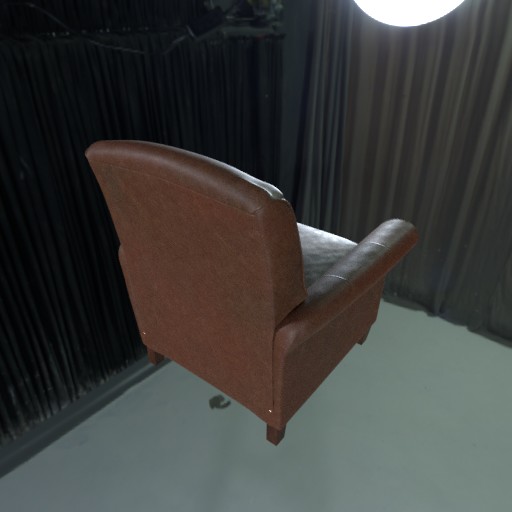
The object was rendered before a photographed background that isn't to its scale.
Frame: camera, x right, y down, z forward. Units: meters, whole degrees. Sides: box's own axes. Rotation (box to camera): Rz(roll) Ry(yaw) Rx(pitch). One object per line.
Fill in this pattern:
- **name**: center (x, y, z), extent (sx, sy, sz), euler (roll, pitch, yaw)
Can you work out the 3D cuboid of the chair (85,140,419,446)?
- **chair**: center (0.000, 0.000, 1.775), extent (0.978, 1.061, 0.902), euler (22, 37, 32)
